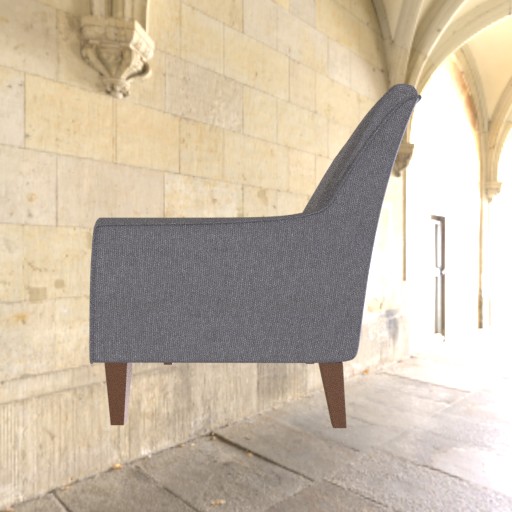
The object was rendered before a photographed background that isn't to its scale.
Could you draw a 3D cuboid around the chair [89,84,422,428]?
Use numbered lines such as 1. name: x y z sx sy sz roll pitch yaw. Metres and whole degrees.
1. chair: 0.000 0.000 1.552 0.899 0.919 0.780 0 0 1
